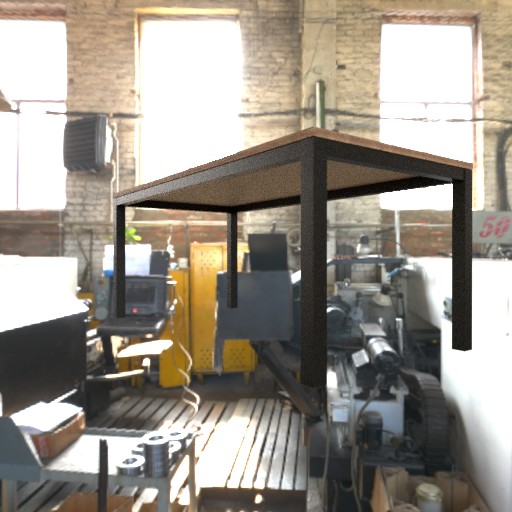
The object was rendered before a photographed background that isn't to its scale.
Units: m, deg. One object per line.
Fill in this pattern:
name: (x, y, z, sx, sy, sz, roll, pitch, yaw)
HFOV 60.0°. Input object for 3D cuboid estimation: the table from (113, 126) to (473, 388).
table: (0.000, 0.000, 2.289, 0.893, 0.767, 1.805, 0, 0, -36)
